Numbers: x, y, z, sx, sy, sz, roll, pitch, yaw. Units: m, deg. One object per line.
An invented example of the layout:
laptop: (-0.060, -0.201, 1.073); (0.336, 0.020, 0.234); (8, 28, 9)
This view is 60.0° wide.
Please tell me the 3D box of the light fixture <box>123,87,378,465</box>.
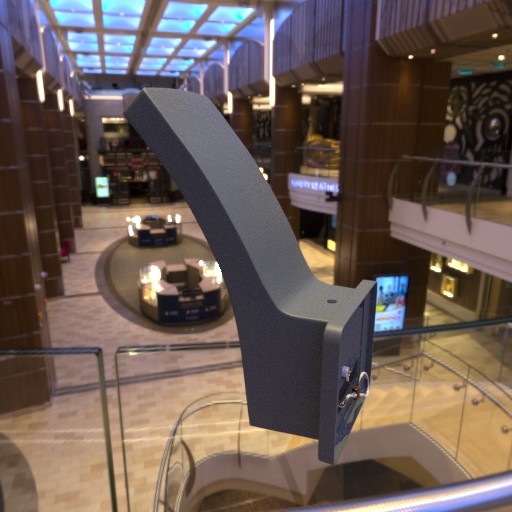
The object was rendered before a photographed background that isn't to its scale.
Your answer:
light fixture: (0.000, 0.000, 0.337); (0.174, 0.243, 0.108); (7, 17, 25)
